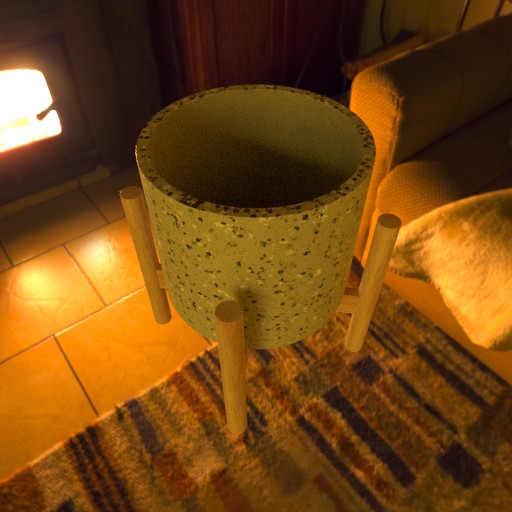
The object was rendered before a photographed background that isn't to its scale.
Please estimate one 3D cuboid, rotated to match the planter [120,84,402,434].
[{"bbox_3d":[0.000,0.000,0.532,0.284,0.320,0.284,25,51,21],"label":"planter"}]
